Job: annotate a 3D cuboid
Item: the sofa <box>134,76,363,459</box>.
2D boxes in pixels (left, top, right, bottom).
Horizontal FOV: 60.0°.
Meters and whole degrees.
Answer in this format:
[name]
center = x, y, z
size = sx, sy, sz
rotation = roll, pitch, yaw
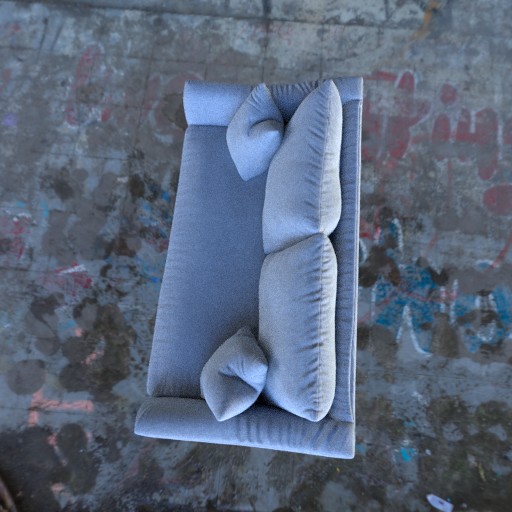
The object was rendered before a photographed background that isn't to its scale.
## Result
[sofa]
center = 0.000, 0.000, 2.574
size = 1.072, 1.018, 2.010
rotation = 5, 74, 1
